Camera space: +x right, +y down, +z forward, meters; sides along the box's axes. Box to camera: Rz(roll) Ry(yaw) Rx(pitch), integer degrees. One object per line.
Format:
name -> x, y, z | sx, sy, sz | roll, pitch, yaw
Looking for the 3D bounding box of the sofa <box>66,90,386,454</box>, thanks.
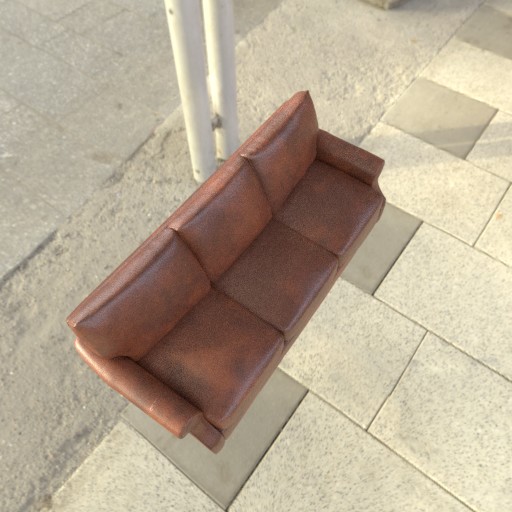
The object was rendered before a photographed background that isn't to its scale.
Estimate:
sofa -> 0.000, 0.000, 2.927 | 0.973, 0.977, 2.351 | 31, 62, 18
